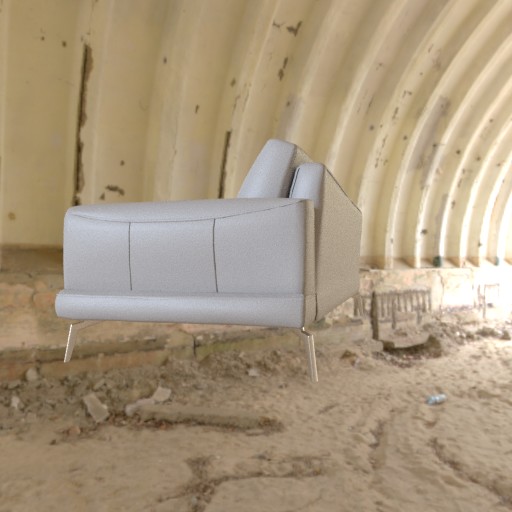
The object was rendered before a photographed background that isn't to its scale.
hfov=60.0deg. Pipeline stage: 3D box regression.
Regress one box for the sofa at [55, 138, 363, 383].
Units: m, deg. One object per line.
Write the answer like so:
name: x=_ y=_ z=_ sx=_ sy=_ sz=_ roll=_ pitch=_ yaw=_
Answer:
sofa: x=0.000 y=0.000 z=2.675 sx=1.121 sy=0.930 sz=2.177 roll=0 pitch=-1 yaw=18
